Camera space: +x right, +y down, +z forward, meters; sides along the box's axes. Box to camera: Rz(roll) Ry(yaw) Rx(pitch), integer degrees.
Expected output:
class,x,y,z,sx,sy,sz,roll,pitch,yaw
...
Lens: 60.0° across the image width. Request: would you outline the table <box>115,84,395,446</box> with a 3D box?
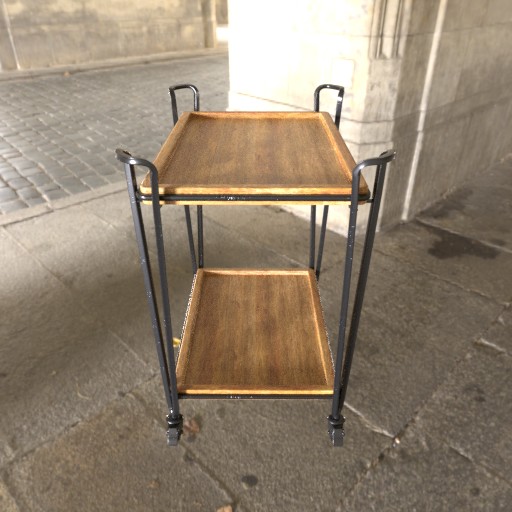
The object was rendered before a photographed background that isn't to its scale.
class,x,y,z,sx,sy,sz,roll,pitch,yaw
table,0.000,0.000,1.233,0.505,0.785,0.672,0,32,0
